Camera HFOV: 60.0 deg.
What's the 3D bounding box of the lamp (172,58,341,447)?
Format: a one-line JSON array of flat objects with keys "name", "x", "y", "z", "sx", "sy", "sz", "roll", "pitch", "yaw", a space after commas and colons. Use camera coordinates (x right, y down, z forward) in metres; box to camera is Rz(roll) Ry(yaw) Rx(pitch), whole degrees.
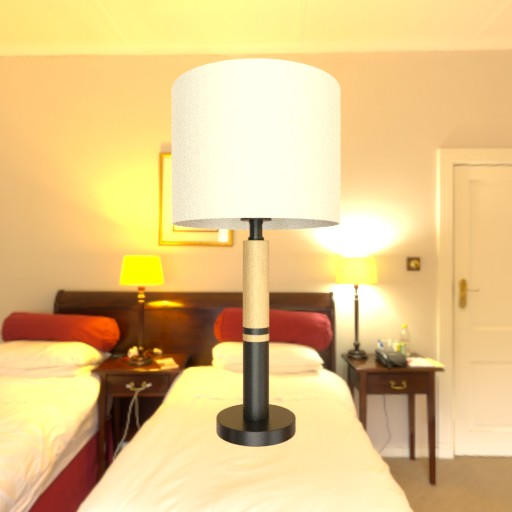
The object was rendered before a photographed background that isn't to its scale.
[{"name": "lamp", "x": 0.000, "y": 0.000, "z": 0.814, "sx": 0.305, "sy": 0.640, "sz": 0.305, "roll": 0, "pitch": 0, "yaw": -37}]
